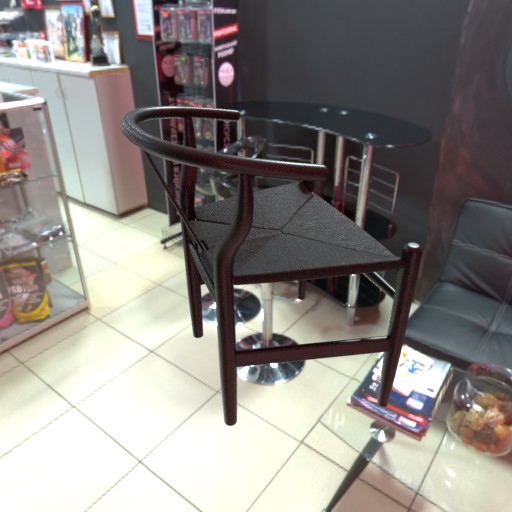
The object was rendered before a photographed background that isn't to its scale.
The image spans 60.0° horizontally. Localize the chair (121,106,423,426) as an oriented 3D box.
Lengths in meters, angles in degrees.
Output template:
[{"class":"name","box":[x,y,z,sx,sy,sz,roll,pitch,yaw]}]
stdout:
[{"class":"chair","box":[0.000,0.000,1.153,0.579,0.730,0.569,-10,31,-17]}]
